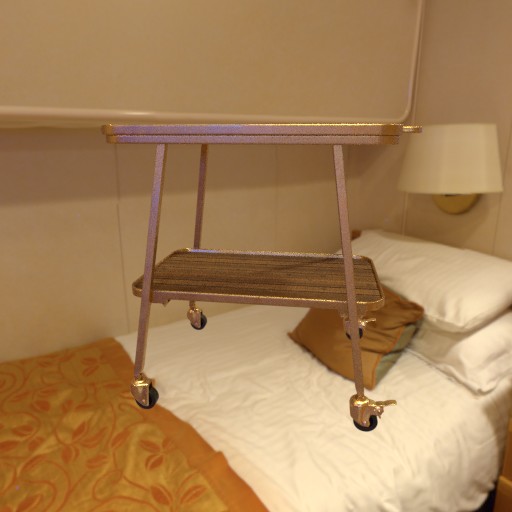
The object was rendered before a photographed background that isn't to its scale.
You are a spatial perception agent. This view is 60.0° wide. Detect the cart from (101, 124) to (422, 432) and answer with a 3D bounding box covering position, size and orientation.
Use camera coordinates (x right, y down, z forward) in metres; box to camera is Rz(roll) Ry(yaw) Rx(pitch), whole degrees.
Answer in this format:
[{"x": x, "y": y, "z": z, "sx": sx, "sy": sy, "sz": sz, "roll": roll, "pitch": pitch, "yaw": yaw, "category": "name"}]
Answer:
[{"x": 0.000, "y": 0.000, "z": 1.241, "sx": 0.806, "sy": 0.700, "sz": 0.524, "roll": 2, "pitch": 16, "yaw": 9, "category": "cart"}]
